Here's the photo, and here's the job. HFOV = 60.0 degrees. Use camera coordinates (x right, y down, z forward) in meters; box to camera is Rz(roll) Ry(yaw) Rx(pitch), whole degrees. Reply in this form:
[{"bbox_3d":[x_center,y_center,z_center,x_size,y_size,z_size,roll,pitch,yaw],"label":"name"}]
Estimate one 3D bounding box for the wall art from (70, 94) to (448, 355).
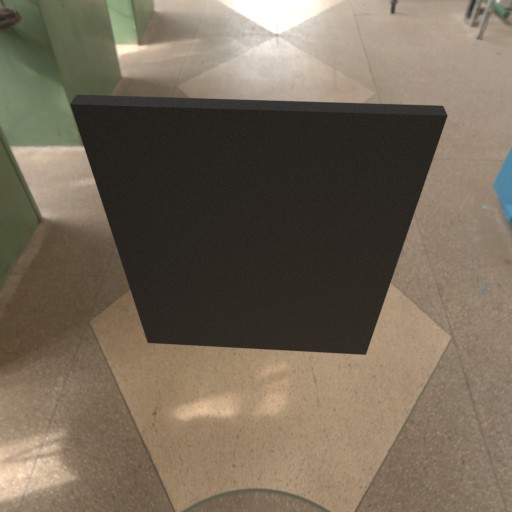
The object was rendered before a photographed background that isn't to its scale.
[{"bbox_3d":[0.000,0.000,0.692,0.428,0.505,0.023,3,47,2],"label":"wall art"}]
